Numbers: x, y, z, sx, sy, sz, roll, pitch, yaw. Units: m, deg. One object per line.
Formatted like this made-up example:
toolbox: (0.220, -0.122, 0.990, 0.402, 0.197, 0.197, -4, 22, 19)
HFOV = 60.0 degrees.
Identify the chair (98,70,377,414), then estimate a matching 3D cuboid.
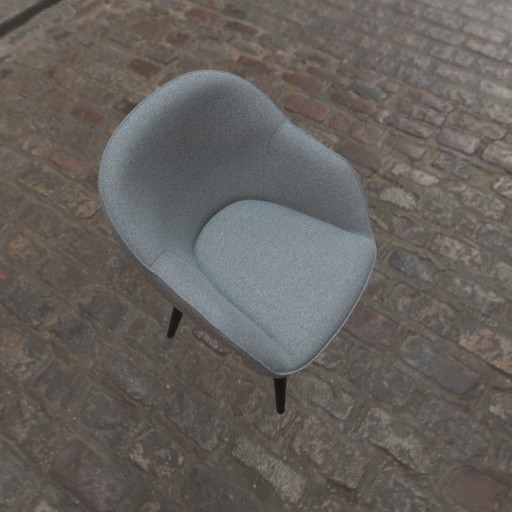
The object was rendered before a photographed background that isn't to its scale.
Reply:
chair: (0.000, 0.000, 1.250, 0.611, 0.810, 0.589, 30, 63, 17)
